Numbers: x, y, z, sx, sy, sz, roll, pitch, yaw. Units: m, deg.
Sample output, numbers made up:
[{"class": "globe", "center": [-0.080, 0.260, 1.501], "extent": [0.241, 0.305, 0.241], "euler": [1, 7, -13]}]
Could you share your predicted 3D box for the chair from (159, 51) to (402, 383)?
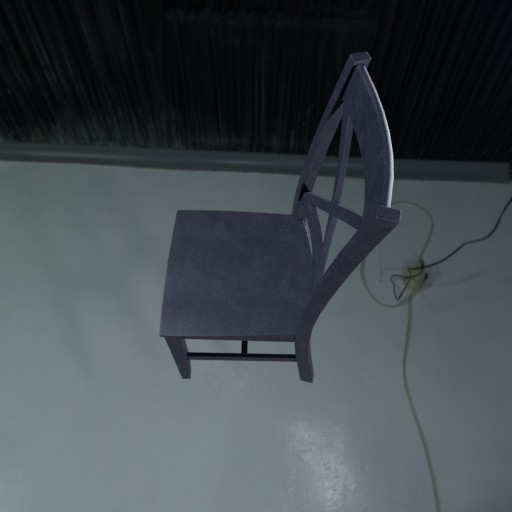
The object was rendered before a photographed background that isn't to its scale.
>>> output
[{"class": "chair", "center": [0.000, 0.000, 1.293], "extent": [0.542, 0.983, 0.485], "euler": [1, 57, 1]}]
